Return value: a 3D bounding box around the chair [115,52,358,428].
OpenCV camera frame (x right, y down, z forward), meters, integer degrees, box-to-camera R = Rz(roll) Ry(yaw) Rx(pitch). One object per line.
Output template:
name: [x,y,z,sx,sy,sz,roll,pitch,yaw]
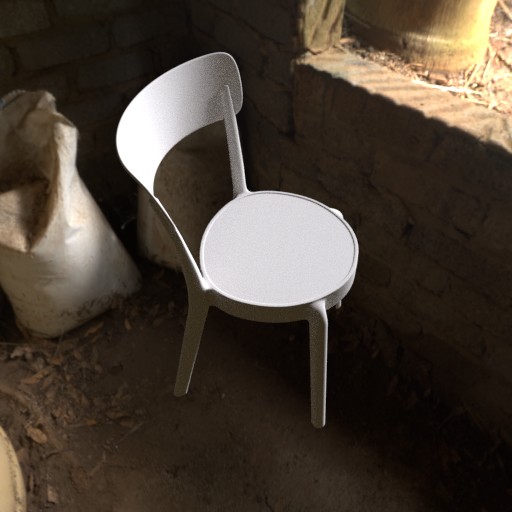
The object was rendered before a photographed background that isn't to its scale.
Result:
chair: [0.000,0.000,1.112,0.491,0.790,0.506,10,47,9]
